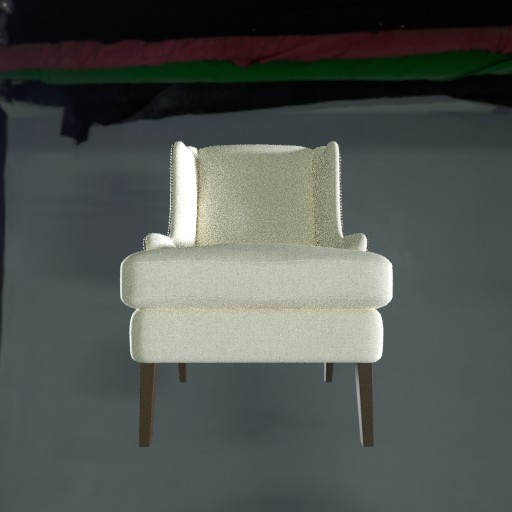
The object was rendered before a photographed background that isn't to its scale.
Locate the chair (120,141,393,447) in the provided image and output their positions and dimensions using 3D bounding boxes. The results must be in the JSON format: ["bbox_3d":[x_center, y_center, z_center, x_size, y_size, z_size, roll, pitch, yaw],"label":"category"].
[{"bbox_3d":[0.000,0.000,1.624,0.737,1.029,0.940,0,-1,0],"label":"chair"}]
